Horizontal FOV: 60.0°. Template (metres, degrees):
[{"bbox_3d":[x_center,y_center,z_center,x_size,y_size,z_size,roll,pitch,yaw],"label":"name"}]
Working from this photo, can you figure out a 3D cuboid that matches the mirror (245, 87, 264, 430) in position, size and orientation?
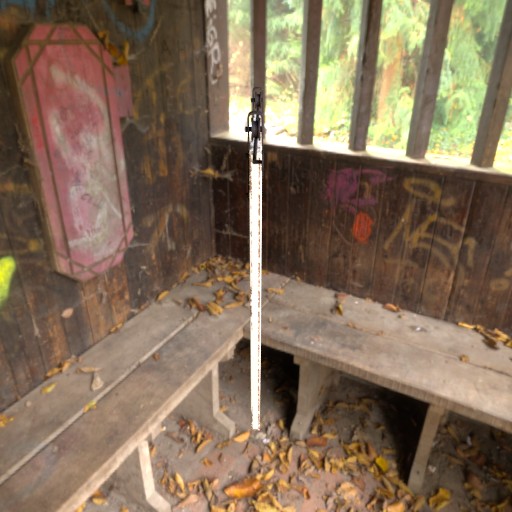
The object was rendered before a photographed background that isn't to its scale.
[{"bbox_3d":[0.000,0.000,1.241,0.037,0.844,0.808,0,27,1],"label":"mirror"}]
